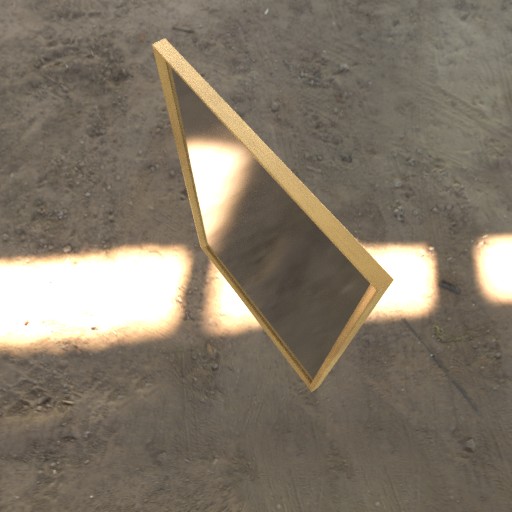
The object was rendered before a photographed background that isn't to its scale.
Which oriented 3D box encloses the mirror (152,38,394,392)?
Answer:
[{"bbox_3d":[0.000,0.000,1.351,0.041,1.016,0.762,-33,68,-15],"label":"mirror"}]
